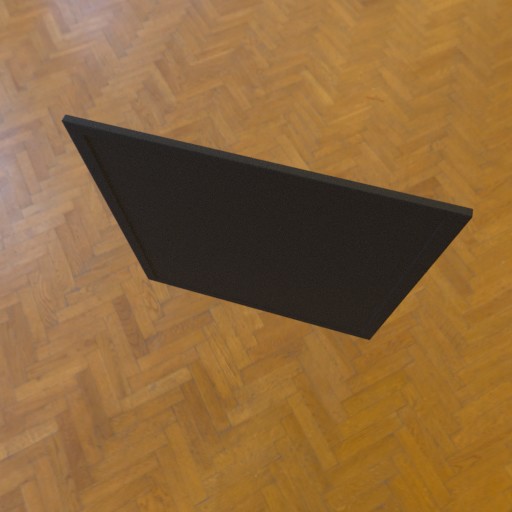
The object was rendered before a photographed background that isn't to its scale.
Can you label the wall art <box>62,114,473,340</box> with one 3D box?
[{"bbox_3d":[0.000,0.000,0.835,0.562,0.558,0.012,15,65,7],"label":"wall art"}]
